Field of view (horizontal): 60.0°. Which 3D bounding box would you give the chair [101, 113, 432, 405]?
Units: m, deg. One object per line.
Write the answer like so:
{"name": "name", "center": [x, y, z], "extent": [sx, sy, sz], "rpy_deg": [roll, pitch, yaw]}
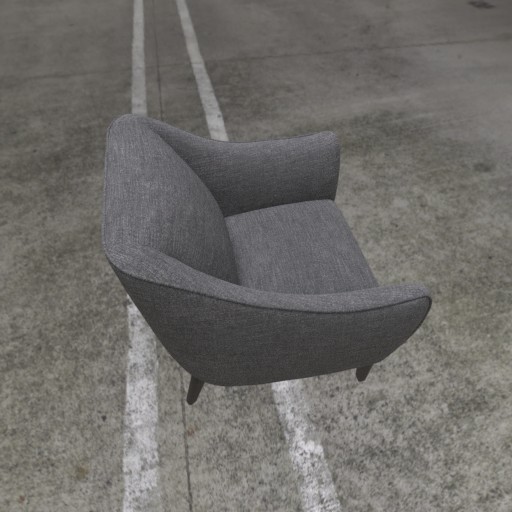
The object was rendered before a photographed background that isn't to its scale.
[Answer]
{"name": "chair", "center": [0.000, 0.000, 1.560], "extent": [0.851, 0.829, 0.870], "rpy_deg": [-8, 48, -8]}
